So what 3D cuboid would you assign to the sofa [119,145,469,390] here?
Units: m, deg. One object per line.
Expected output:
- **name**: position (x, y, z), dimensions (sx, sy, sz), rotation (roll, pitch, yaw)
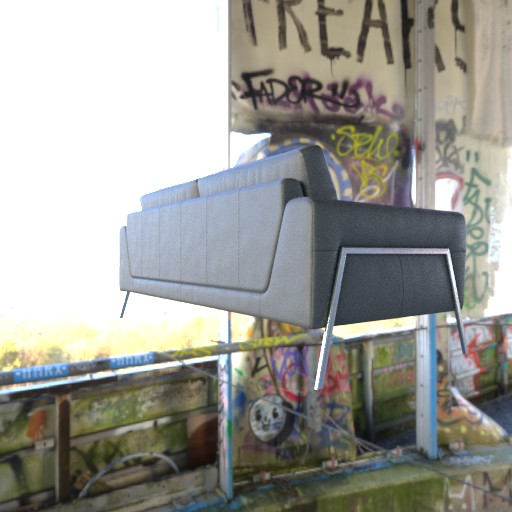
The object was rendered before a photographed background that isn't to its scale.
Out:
- **sofa**: position (0.000, 0.000, 2.547), dimensions (0.953, 0.875, 2.017), rotation (0, 0, -35)
